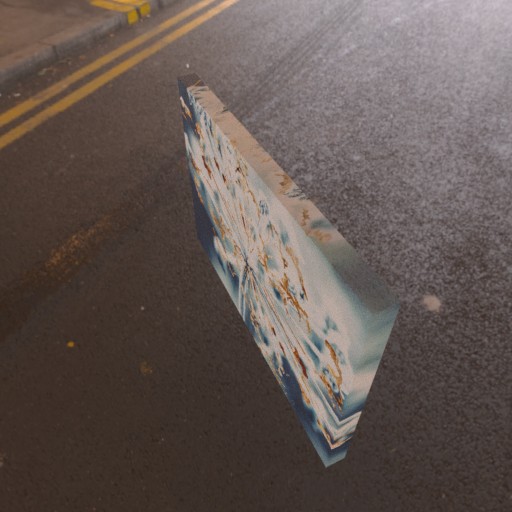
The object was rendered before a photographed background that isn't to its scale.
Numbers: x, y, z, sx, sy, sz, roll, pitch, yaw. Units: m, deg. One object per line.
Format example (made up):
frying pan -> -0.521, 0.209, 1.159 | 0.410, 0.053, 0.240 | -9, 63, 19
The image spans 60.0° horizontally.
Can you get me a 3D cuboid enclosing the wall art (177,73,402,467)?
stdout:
wall art -> 0.000, 0.000, 0.775 | 0.036, 0.405, 0.607 | -18, 48, -18
